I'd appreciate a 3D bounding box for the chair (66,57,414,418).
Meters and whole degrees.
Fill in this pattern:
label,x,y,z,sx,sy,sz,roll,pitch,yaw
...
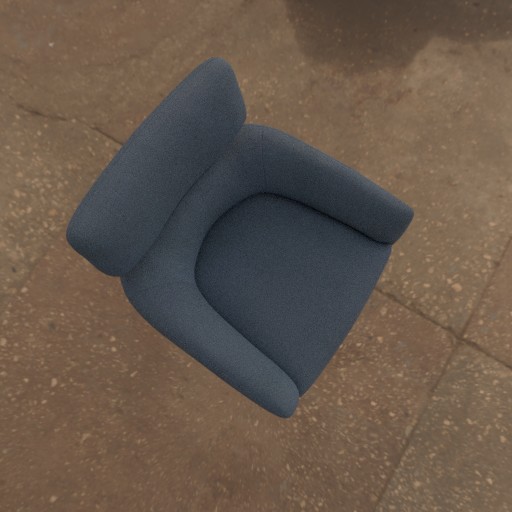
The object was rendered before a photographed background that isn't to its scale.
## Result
label,x,y,z,sx,sy,sz,roll,pitch,yaw
chair,0.000,0.000,1.412,0.761,0.813,0.738,33,77,9
